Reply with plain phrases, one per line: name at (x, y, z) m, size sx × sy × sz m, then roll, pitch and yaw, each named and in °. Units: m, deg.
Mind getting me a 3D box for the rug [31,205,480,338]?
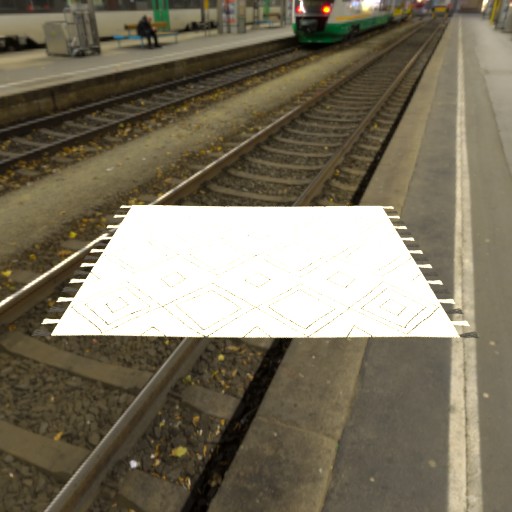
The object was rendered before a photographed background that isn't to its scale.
rug at (0.000, 0.000, 4.190) m, size 3.221 × 0.026 × 2.342 m, roll 0°, pitch 30°, yaw 0°
